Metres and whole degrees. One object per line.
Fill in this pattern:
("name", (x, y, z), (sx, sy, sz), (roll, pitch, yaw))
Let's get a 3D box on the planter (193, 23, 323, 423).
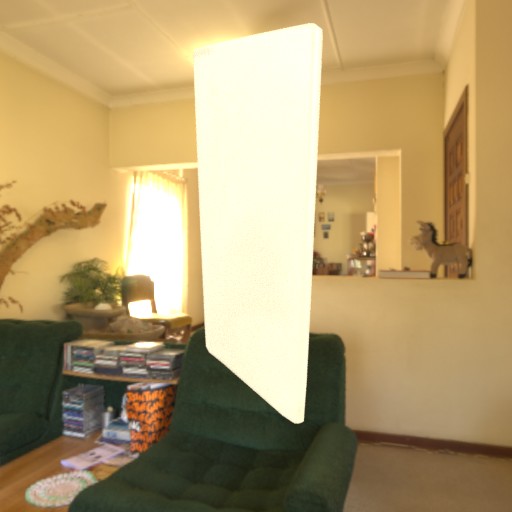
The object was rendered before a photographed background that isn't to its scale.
("planter", (0.000, 0.000, 0.262), (0.060, 0.197, 0.150), (0, 0, 0))
